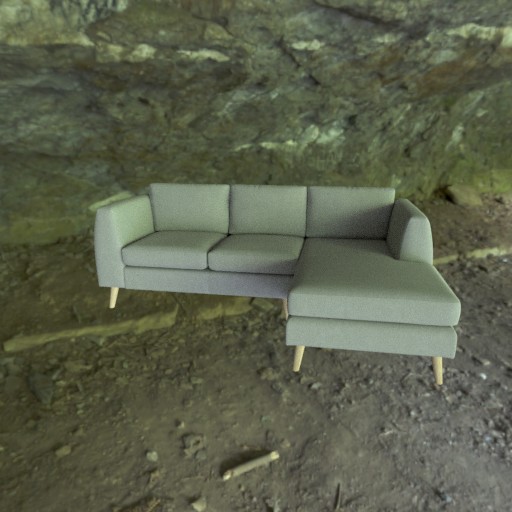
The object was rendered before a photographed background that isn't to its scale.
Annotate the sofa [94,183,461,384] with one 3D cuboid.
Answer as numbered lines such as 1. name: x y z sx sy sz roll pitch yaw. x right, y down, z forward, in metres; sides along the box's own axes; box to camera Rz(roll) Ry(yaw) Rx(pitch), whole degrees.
1. sofa: 0.000 0.000 3.048 2.300 0.860 1.580 3 15 10
